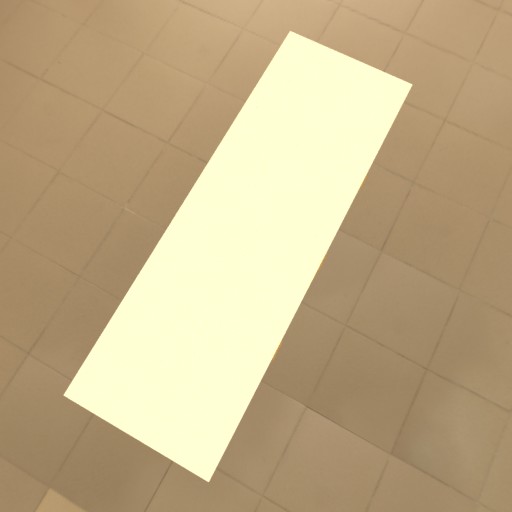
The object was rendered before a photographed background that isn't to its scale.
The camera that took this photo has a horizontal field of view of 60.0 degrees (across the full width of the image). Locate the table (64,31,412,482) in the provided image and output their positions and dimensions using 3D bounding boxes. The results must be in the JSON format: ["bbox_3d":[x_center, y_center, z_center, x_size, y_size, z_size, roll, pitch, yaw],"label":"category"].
[{"bbox_3d":[0.000,0.000,1.846,0.508,0.769,1.500,27,76,7],"label":"table"}]
